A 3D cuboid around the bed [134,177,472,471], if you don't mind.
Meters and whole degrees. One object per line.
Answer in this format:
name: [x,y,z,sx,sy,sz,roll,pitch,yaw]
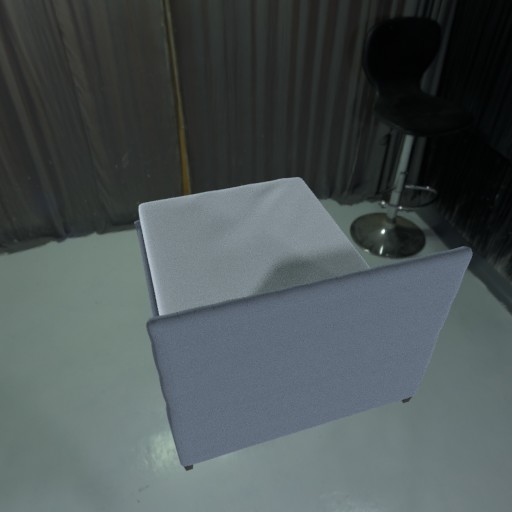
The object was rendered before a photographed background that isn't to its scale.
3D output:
bed: [0.000,0.000,3.348,1.698,1.427,2.231,-12,42,-13]
